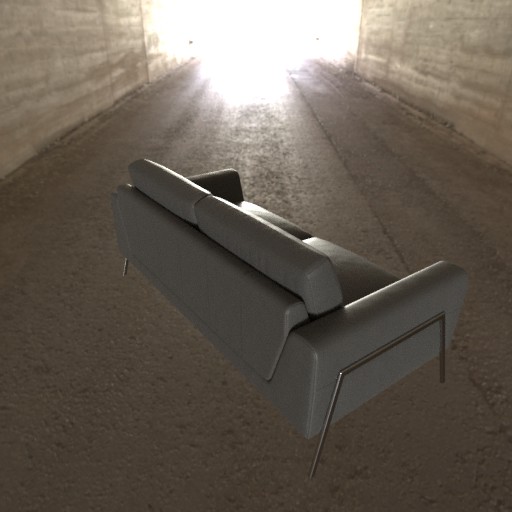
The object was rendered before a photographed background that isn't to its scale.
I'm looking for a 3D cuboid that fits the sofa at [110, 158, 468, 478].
[{"bbox_3d":[0.000,0.000,2.537,0.953,0.875,2.017,-19,33,-31],"label":"sofa"}]
